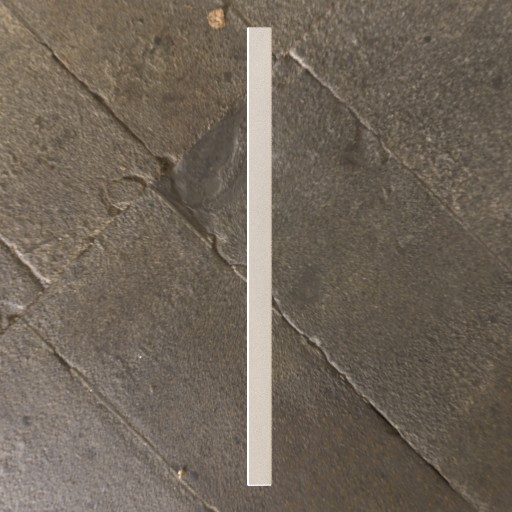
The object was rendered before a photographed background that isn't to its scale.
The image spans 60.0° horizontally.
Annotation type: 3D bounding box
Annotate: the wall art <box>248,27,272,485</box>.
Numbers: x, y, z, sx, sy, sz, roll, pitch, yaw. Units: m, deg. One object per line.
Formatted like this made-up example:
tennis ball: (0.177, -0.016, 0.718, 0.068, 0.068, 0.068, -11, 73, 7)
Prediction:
wall art: (0.000, 0.000, 1.116, 0.040, 0.762, 0.762, 0, 90, -1)
